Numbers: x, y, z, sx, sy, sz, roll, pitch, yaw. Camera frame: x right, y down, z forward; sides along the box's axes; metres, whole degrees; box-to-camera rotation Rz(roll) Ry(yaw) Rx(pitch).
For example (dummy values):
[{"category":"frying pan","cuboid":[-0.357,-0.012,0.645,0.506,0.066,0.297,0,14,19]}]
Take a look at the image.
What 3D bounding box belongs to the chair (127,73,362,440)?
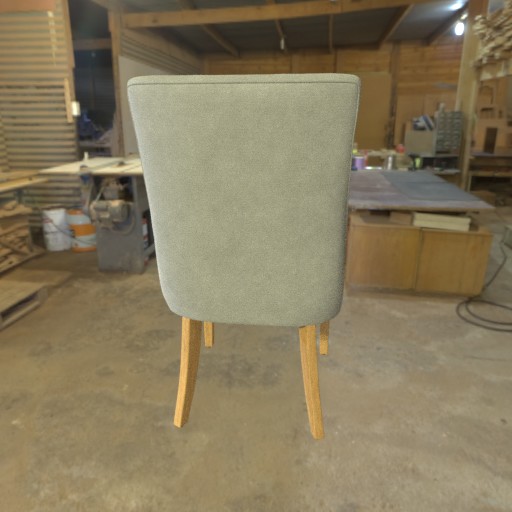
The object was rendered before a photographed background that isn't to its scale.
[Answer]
[{"category":"chair","cuboid":[0.000,0.000,1.243,0.495,0.902,0.610,2,17,7]}]
